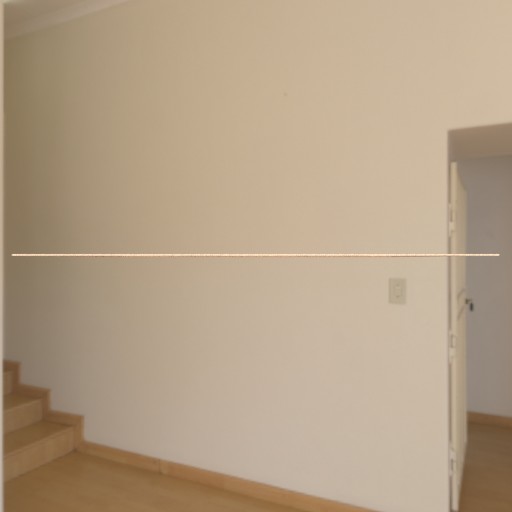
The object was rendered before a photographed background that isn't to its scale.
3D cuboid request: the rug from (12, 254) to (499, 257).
[{"bbox_3d":[0.000,0.000,2.825,2.227,0.008,1.611,0,0,1],"label":"rug"}]
